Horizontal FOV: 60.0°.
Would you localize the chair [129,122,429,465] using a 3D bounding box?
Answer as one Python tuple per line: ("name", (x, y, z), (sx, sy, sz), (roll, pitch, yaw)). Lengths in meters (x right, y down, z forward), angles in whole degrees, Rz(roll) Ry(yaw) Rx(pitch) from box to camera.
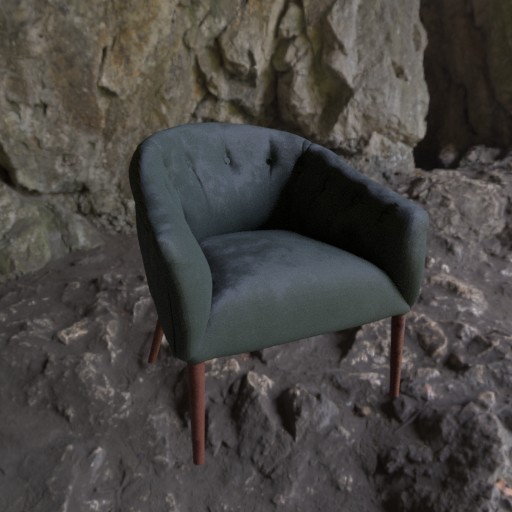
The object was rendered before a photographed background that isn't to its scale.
("chair", (0.000, 0.000, 1.507), (0.851, 0.885, 0.776), (-8, 17, -26))
